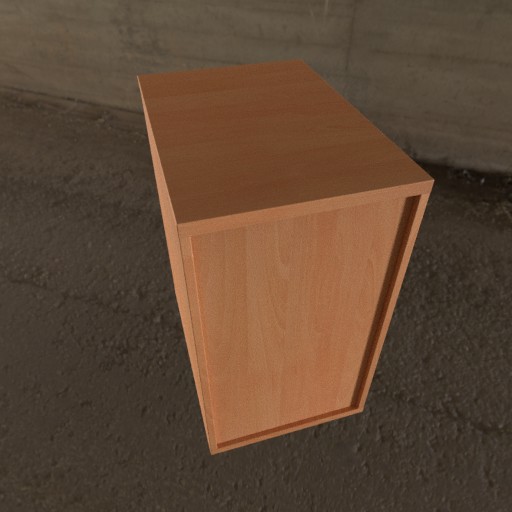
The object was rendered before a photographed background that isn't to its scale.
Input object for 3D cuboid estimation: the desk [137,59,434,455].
[{"bbox_3d":[0.000,0.000,1.106,0.404,0.730,0.600,-11,43,-12],"label":"desk"}]
